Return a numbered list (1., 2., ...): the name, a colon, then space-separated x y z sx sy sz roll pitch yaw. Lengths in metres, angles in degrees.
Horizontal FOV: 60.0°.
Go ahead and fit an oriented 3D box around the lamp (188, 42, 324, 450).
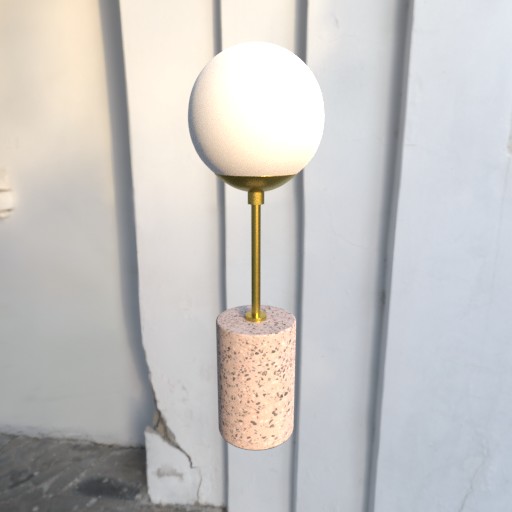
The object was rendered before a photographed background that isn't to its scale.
1. lamp: 0.000 0.000 0.545 0.153 0.480 0.153 0 15 0
